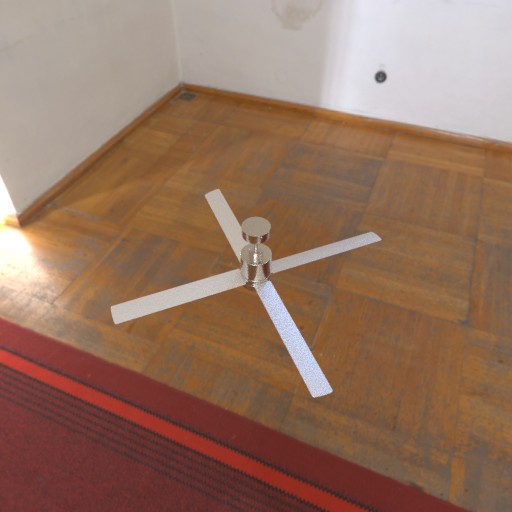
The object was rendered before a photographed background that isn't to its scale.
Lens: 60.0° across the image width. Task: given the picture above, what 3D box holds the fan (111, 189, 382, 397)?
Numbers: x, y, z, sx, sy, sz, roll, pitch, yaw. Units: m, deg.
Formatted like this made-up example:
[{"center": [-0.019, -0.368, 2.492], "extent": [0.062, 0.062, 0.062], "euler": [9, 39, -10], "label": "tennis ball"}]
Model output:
[{"center": [0.000, 0.000, 1.982], "extent": [1.322, 0.355, 1.322], "euler": [-16, 48, -15], "label": "fan"}]
